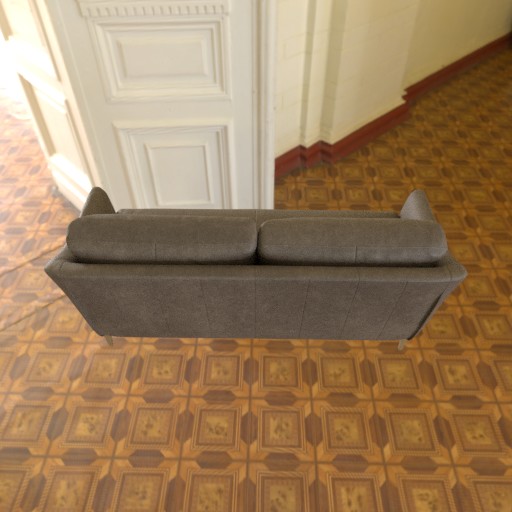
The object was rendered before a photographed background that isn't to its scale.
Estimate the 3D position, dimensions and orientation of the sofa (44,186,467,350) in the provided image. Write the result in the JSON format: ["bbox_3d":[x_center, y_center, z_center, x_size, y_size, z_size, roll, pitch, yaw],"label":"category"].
[{"bbox_3d":[0.000,0.000,2.486,2.036,0.902,0.960,1,45,1],"label":"sofa"}]
